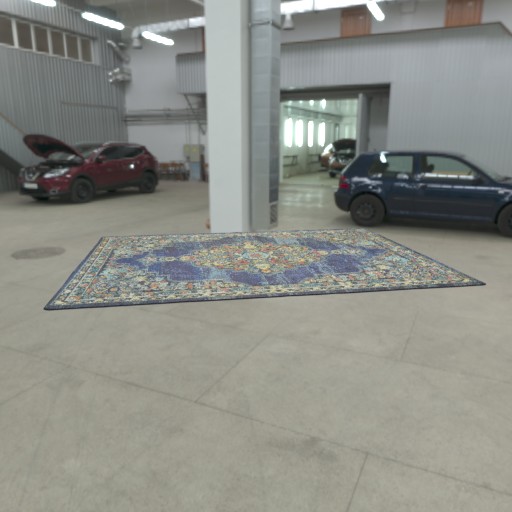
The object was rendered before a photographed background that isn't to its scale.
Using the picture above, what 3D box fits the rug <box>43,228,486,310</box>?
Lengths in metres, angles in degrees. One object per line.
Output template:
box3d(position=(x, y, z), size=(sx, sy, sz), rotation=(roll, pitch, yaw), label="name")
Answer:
box3d(position=(0.000, 0.000, 2.951), size=(2.232, 0.009, 1.630), rotation=(-2, 15, -9), label="rug")
